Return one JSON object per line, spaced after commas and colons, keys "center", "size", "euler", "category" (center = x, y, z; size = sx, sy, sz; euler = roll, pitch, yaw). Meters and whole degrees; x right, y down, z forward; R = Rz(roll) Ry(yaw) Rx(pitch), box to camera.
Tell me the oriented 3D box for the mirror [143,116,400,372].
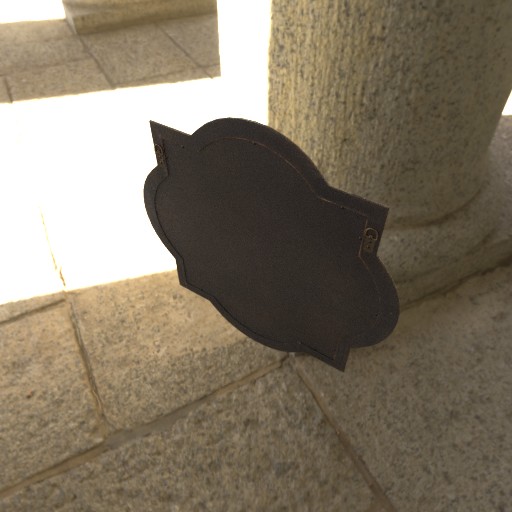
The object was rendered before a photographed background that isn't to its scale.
{"center": [0.000, 0.000, 1.056], "size": [0.686, 0.686, 0.019], "euler": [25, 51, 22], "category": "mirror"}
